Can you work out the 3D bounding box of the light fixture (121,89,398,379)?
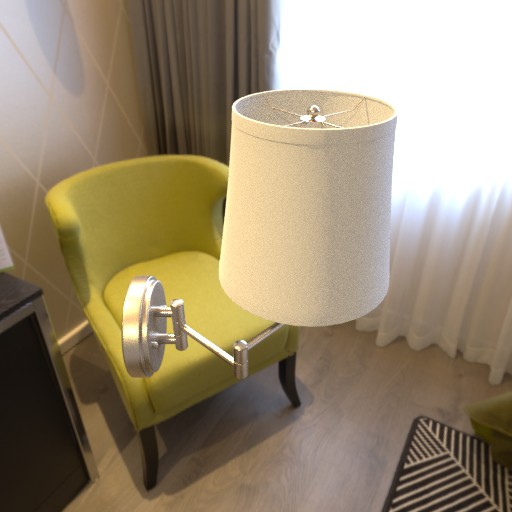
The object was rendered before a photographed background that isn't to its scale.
[{"bbox_3d":[0.000,0.000,0.578,0.348,0.381,0.223,0,32,0],"label":"light fixture"}]
